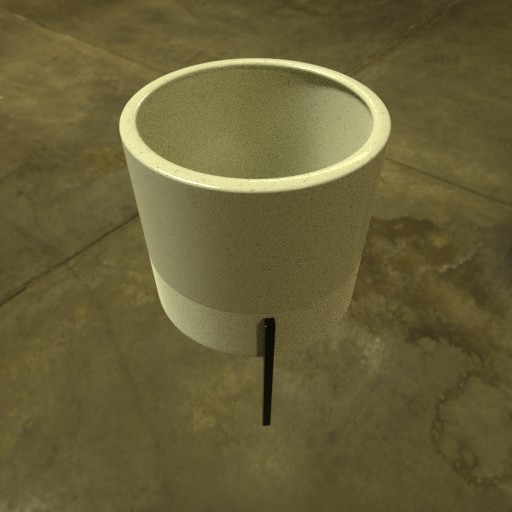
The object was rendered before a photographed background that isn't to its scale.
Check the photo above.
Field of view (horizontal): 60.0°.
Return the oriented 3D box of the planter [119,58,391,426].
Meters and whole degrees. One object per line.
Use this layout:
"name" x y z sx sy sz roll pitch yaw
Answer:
"planter" 0.000 0.000 0.331 0.152 0.230 0.159 -4 45 -4
